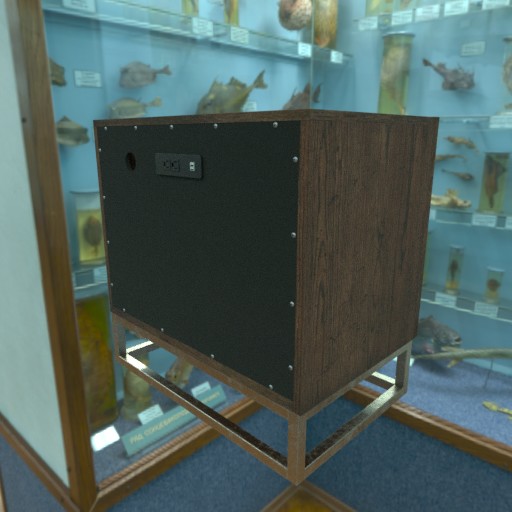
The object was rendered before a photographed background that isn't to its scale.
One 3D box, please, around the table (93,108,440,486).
[{"bbox_3d":[0.000,0.000,1.258,0.767,0.746,0.542,14,21,43],"label":"table"}]
